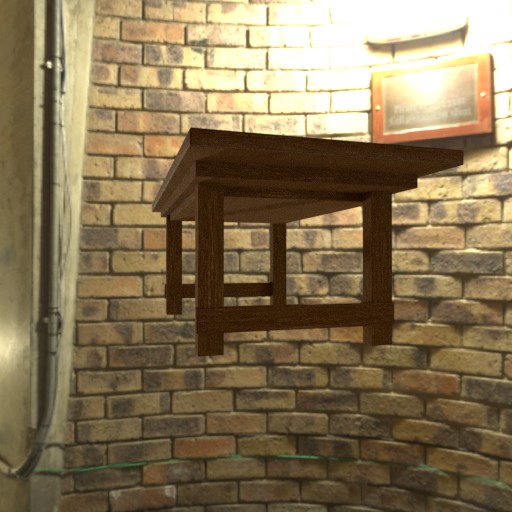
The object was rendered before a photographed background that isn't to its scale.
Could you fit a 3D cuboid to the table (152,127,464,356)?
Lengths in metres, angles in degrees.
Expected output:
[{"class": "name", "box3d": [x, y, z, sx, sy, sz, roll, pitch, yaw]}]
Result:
[{"class": "table", "box3d": [0.000, 0.000, 2.423, 1.000, 0.762, 1.982, 0, 0, -16]}]
